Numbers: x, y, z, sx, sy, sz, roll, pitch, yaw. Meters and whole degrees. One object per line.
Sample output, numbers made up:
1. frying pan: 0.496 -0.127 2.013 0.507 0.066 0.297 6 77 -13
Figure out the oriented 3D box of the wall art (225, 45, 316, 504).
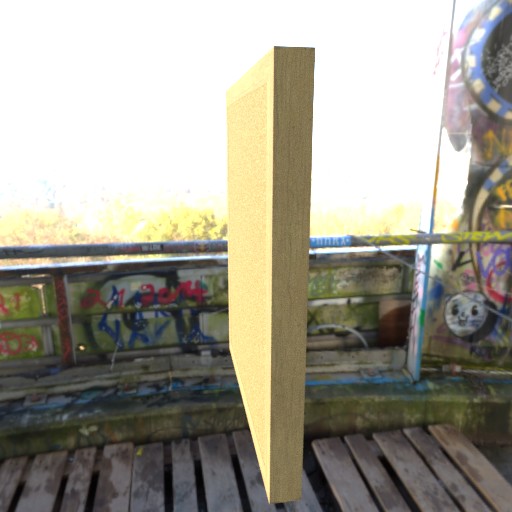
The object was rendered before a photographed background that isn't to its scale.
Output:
1. wall art: 0.000 0.000 0.501 0.030 0.380 0.312 -3 15 -10
